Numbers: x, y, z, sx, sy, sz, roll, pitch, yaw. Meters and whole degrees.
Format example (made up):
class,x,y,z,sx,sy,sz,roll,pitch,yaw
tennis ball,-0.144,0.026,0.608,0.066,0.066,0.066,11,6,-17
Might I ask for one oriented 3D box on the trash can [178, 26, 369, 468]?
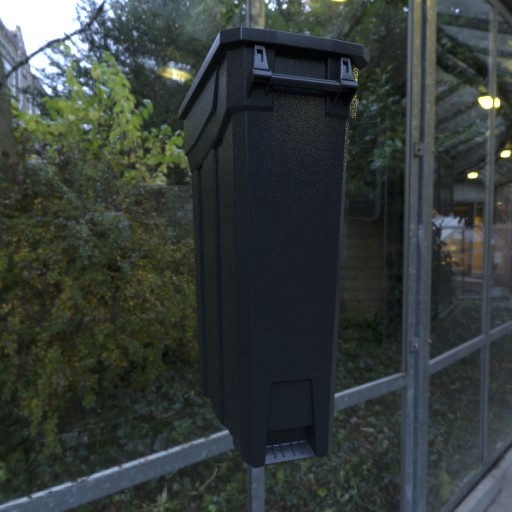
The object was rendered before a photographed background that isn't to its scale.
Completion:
class,x,y,z,sx,sy,sz,roll,pitch,yaw
trash can,0.000,0.000,1.014,0.281,0.762,0.559,-1,2,-18
